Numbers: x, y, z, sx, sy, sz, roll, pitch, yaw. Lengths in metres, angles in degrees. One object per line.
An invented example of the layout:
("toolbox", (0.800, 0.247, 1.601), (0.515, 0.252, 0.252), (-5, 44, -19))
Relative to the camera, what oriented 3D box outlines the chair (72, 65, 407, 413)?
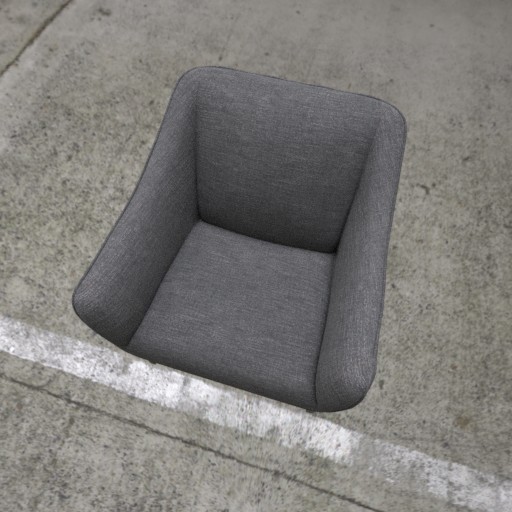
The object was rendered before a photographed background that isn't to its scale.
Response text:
("chair", (0.000, 0.000, 1.534), (0.870, 0.829, 0.851), (15, 60, 9))
